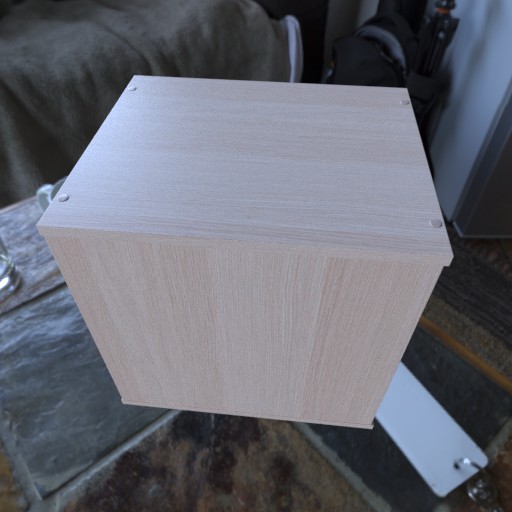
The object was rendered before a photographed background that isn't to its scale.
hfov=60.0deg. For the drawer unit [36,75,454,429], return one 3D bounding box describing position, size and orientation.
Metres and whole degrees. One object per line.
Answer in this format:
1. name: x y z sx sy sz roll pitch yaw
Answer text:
1. drawer unit: 0.000 0.000 0.591 0.349 0.344 0.290 4 47 4
